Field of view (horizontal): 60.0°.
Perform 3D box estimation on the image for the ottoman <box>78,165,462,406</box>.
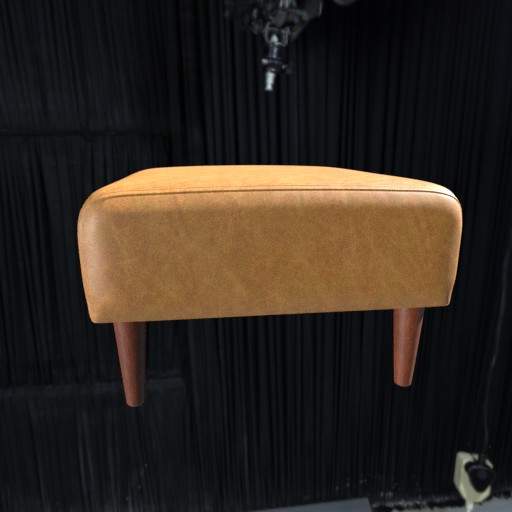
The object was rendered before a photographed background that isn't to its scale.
[{"bbox_3d":[0.000,0.000,1.032,0.650,0.399,0.650,-2,14,-7],"label":"ottoman"}]
